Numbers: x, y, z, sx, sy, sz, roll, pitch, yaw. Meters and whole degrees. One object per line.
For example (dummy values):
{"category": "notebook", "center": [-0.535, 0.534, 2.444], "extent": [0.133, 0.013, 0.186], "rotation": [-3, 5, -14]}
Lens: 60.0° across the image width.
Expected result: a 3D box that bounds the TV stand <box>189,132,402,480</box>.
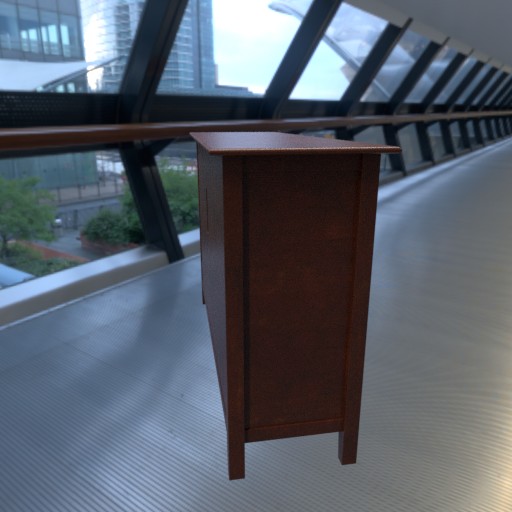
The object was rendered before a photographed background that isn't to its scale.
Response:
{"category": "TV stand", "center": [0.000, 0.000, 1.762], "extent": [0.445, 0.915, 1.372], "rotation": [-3, 17, -9]}
